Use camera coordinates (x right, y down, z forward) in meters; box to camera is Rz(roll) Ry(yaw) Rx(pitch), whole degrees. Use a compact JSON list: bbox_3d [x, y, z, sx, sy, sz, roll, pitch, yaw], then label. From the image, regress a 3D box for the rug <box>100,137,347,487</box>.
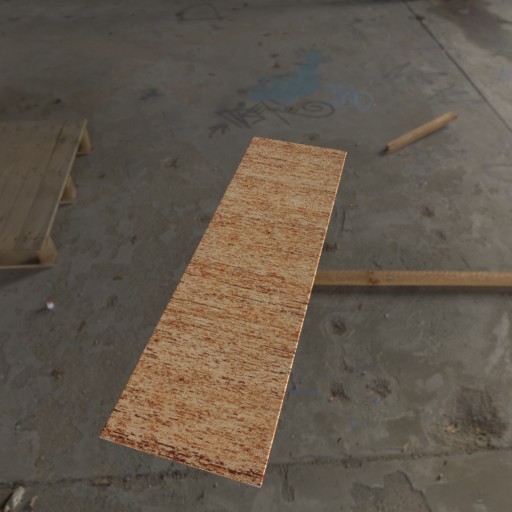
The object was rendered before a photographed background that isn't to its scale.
[{"bbox_3d":[0.000,0.000,2.441,0.680,0.014,2.237,12,49,11],"label":"rug"}]
